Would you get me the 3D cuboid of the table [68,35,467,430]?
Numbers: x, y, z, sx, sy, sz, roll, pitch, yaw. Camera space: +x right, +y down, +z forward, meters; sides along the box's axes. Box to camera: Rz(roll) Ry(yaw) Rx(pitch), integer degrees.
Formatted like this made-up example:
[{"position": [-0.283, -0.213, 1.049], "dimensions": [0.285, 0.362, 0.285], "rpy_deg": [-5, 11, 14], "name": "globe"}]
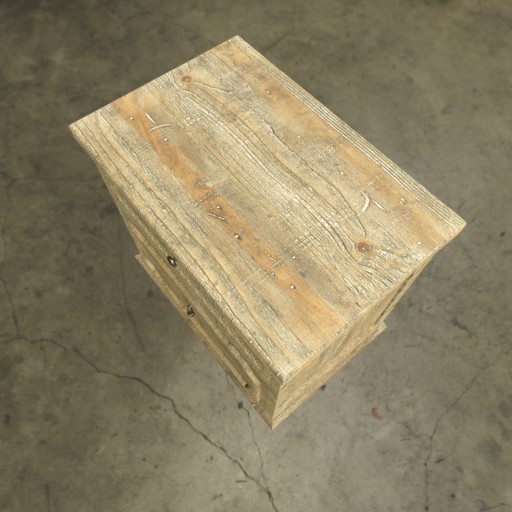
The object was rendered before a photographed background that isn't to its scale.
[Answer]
[{"position": [0.000, 0.000, 1.177], "dimensions": [0.457, 0.711, 0.686], "rpy_deg": [-36, 68, -17], "name": "table"}]
